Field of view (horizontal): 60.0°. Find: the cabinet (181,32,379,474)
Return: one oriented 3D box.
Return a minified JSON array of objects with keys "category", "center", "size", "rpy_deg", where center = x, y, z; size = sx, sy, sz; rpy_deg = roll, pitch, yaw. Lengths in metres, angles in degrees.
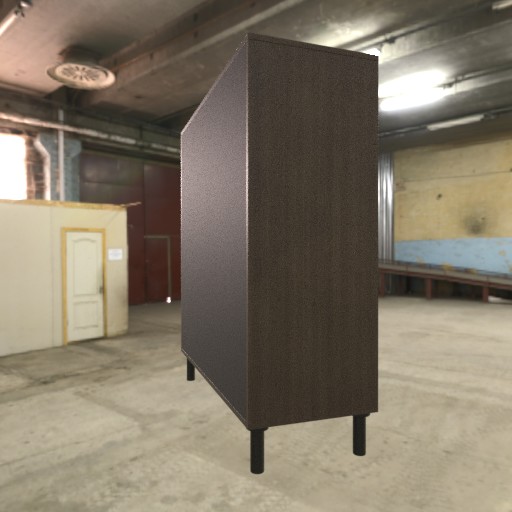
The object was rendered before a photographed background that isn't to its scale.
[{"category":"cabinet","center":[0.000,0.000,1.699],"size":[0.400,1.170,1.010],"rpy_deg":[0,0,-19]}]
